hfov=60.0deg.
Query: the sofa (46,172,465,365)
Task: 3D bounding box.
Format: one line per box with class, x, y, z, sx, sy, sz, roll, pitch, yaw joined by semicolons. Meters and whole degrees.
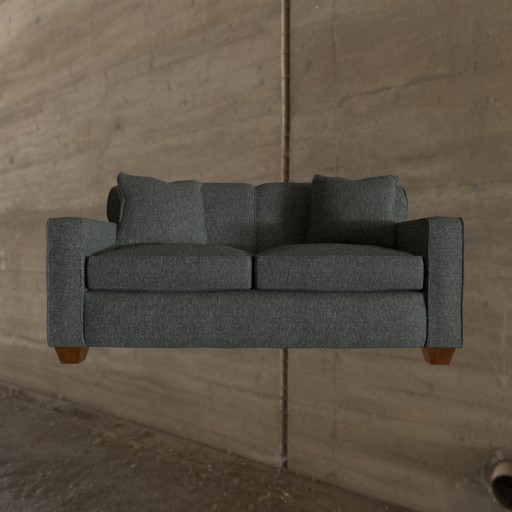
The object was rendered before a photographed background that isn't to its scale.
sofa;0.000;0.000;2.388;1.846;0.958;0.998;0;1;1
